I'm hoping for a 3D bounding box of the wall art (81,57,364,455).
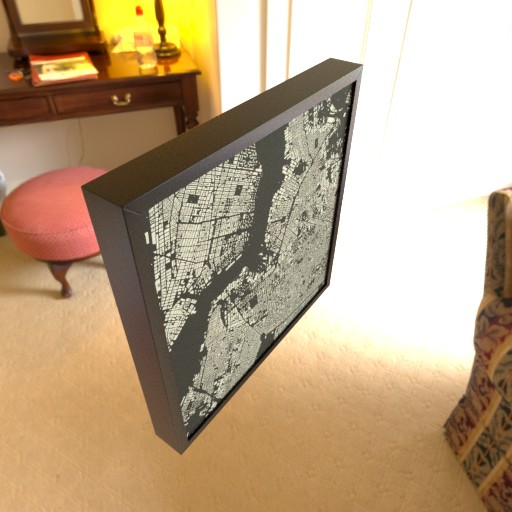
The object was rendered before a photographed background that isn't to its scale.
[{"bbox_3d":[0.000,0.000,0.443,0.037,0.299,0.299,26,47,27],"label":"wall art"}]
